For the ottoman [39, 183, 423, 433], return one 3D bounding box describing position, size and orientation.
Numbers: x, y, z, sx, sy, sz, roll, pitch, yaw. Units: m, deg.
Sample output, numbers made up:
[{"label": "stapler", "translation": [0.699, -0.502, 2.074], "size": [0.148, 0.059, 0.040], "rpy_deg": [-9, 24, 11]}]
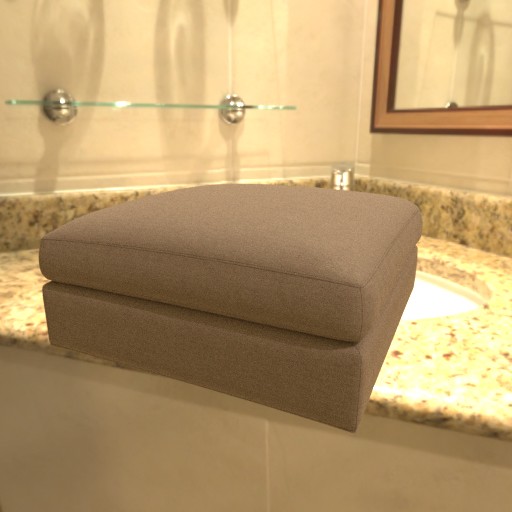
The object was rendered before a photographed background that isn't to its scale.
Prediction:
[{"label": "ottoman", "translation": [0.000, 0.000, 1.618], "size": [1.041, 0.470, 1.041], "rpy_deg": [8, 19, 25]}]
